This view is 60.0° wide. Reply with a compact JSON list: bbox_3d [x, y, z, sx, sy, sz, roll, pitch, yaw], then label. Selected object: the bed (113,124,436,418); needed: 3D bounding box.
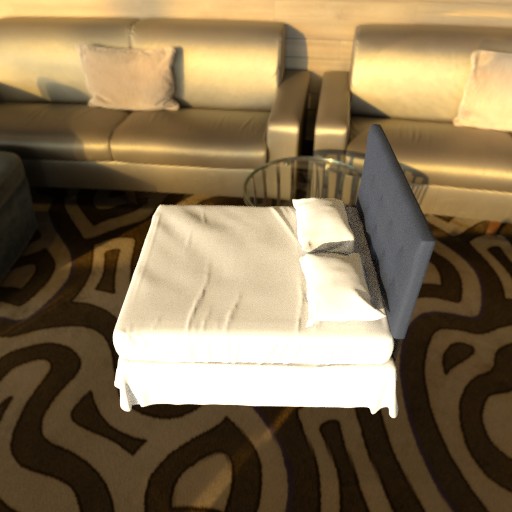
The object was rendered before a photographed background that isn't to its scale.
[{"bbox_3d":[0.000,0.000,3.593,2.222,1.577,1.936,1,39,1],"label":"bed"}]
